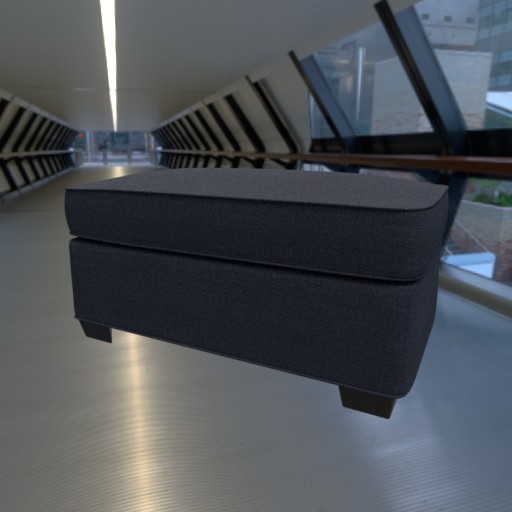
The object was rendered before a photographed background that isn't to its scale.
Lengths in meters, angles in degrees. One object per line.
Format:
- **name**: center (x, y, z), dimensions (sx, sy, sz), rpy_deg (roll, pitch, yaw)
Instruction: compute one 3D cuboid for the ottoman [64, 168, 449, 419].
- **ottoman**: center (0.000, 0.000, 1.178), dimensions (0.895, 0.453, 0.505), rpy_deg (7, 16, 26)
